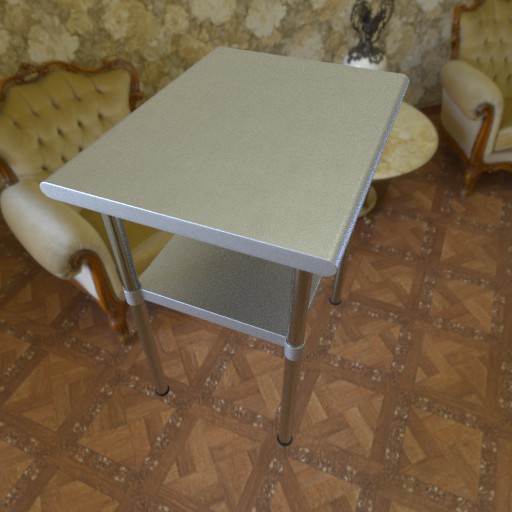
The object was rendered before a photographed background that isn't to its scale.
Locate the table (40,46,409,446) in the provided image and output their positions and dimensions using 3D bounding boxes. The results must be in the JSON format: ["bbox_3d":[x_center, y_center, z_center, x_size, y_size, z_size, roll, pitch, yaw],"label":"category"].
[{"bbox_3d":[0.000,0.000,1.316,0.584,0.876,0.762,16,47,16],"label":"table"}]
